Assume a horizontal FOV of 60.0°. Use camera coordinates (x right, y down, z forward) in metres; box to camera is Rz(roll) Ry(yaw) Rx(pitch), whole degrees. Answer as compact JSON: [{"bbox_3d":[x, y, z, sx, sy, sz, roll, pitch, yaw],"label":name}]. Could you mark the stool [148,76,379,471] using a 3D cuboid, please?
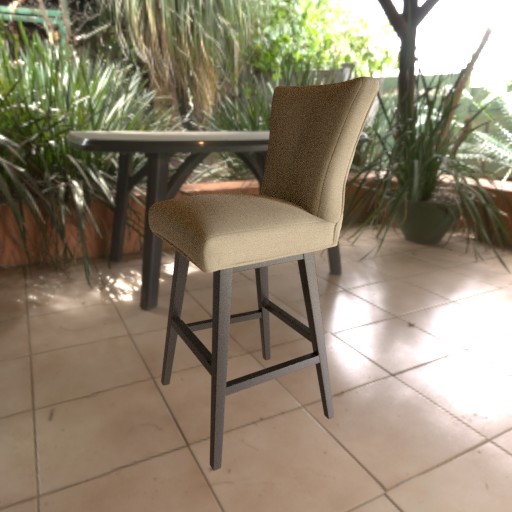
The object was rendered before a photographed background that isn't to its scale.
[{"bbox_3d":[0.000,0.000,1.461,0.574,1.086,0.514,-9,20,-27],"label":"stool"}]
